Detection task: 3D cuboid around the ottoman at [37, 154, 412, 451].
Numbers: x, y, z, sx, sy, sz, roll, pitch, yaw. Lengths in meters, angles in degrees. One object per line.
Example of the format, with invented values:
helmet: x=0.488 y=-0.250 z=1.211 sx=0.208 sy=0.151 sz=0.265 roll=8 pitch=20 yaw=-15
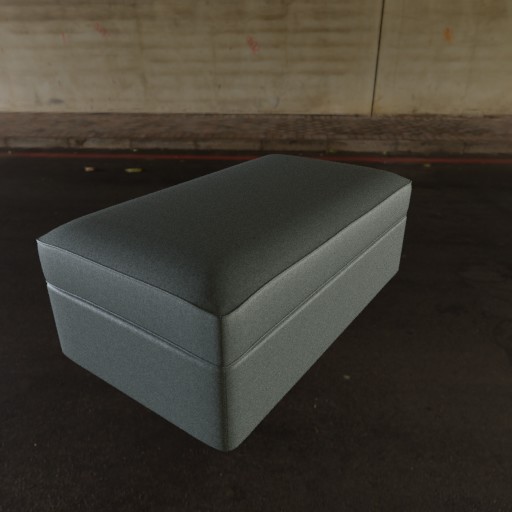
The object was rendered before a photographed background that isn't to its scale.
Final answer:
ottoman: x=0.000 y=0.000 z=1.538 sx=0.681 sy=0.494 sz=1.173 roll=17 pitch=31 yaw=31
